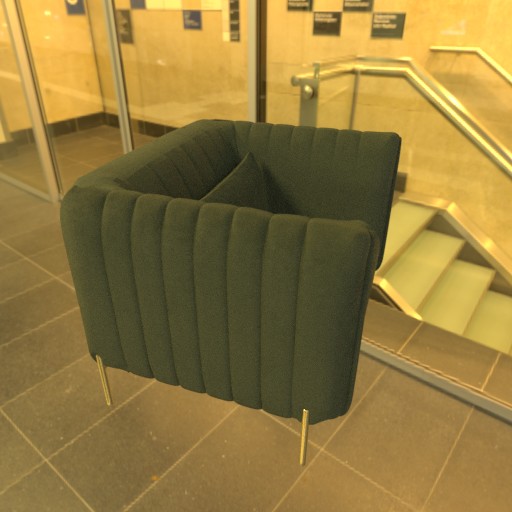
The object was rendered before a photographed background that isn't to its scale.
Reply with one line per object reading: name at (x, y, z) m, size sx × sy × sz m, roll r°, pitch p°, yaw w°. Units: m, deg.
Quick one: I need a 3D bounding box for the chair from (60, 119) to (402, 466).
chair at (0.000, 0.000, 1.639) m, size 0.877 × 0.794 × 1.032 m, roll 10°, pitch 31°, yaw 17°
